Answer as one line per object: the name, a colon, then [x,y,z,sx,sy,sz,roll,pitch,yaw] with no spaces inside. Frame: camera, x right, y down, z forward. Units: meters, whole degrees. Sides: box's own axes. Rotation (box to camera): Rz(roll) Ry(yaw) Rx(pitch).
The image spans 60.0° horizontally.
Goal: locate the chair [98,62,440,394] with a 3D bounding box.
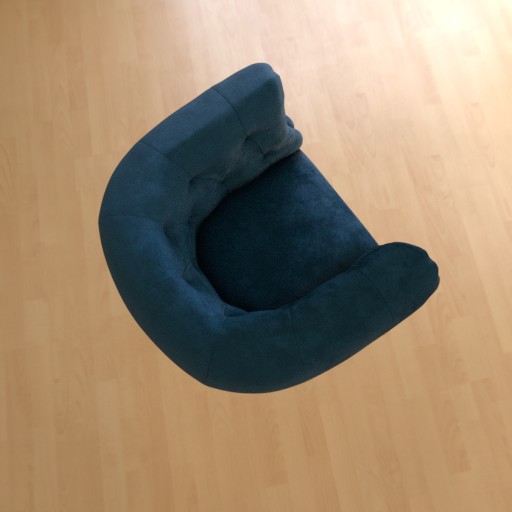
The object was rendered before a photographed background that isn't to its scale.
chair: [0.000,0.000,1.595,0.851,0.826,0.904,-35,78,-8]
